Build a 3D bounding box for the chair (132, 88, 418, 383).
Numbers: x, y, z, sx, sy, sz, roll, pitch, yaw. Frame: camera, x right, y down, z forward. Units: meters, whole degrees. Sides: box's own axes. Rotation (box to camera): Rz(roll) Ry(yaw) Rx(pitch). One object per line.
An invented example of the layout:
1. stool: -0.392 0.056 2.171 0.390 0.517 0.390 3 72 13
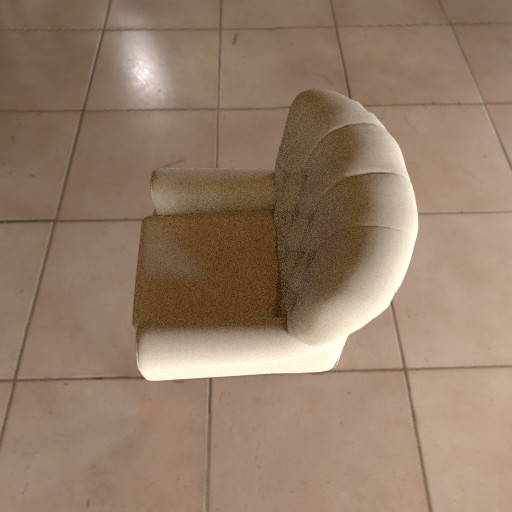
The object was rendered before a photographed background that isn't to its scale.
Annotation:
1. chair: 0.000 0.000 2.029 1.132 1.169 1.035 -2 60 -1
